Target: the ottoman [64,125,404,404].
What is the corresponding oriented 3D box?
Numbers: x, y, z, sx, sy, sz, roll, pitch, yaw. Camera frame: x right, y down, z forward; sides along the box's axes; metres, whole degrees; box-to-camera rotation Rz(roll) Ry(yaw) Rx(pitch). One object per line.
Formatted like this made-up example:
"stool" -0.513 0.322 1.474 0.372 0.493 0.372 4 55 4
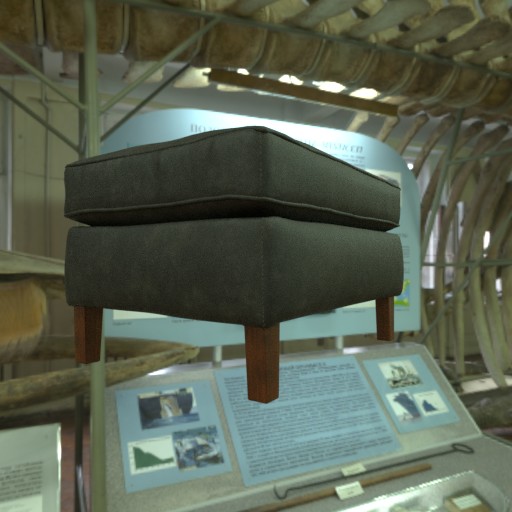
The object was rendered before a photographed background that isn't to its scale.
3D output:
"ottoman" 0.000 0.000 0.981 0.501 0.413 0.665 0 0 34
